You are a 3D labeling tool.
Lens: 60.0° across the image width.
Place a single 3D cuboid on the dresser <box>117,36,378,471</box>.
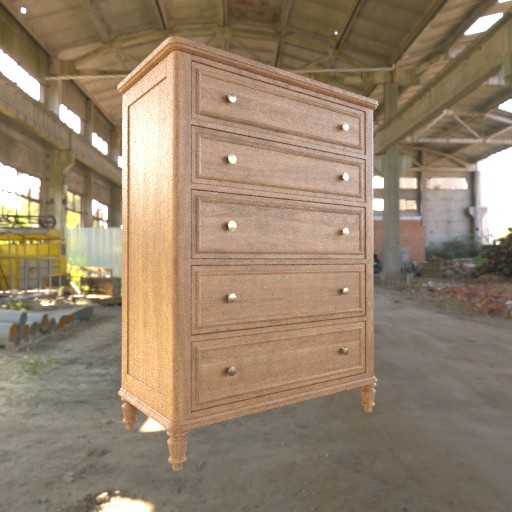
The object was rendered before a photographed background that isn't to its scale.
[{"bbox_3d":[0.000,0.000,1.797,0.973,1.318,0.484,0,-1,-36],"label":"dresser"}]
